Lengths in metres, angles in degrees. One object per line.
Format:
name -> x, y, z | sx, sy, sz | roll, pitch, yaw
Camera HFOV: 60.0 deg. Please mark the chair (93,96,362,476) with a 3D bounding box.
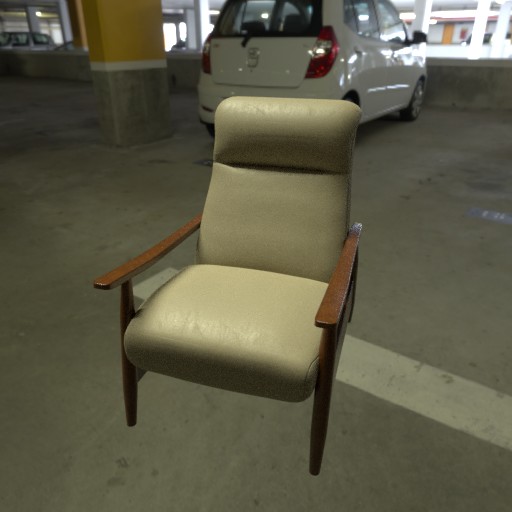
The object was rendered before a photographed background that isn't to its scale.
chair -> 0.000, 0.000, 1.747 | 0.762, 1.082, 1.014 | 8, 27, 15
